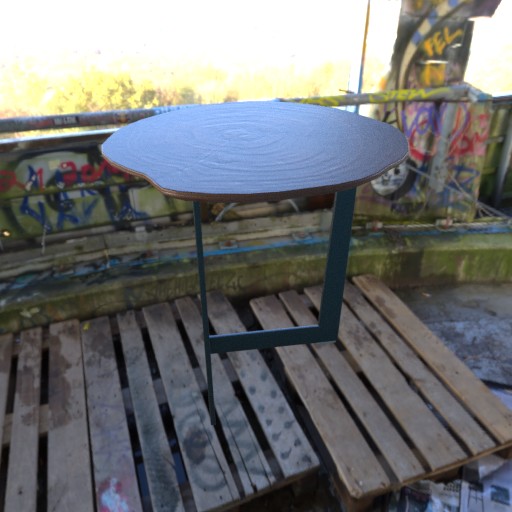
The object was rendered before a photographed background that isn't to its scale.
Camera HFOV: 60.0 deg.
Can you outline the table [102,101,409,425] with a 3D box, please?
[{"bbox_3d":[0.000,0.000,0.862,0.494,0.476,0.477,-10,33,-16],"label":"table"}]
